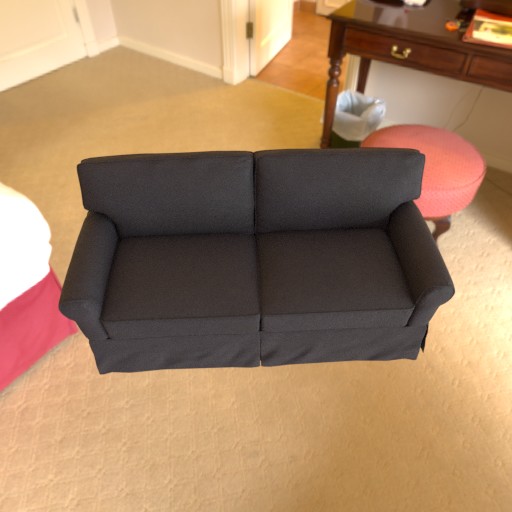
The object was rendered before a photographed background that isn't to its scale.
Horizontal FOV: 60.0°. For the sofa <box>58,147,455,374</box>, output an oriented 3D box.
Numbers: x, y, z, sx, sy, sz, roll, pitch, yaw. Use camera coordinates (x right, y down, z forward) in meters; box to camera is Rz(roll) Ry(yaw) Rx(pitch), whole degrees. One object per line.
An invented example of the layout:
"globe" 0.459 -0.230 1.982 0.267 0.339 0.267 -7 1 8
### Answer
"sofa" 0.000 0.000 2.838 2.256 1.094 0.983 -2 46 -2
